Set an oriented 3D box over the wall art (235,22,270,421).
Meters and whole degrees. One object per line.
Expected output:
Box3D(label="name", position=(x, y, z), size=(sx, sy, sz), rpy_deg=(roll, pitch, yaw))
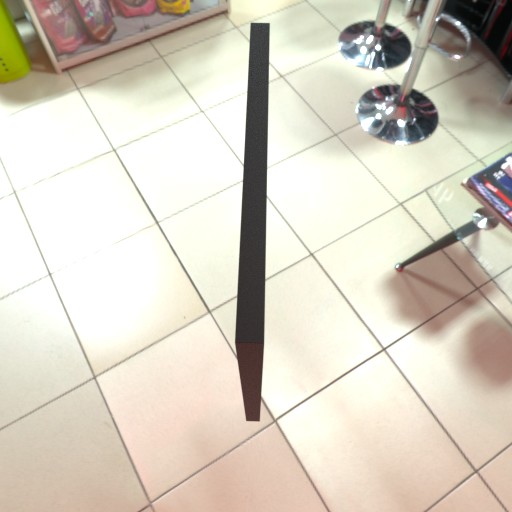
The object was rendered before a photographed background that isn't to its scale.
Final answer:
Box3D(label="wall art", position=(0.000, 0.000, 0.538), size=(0.019, 0.381, 0.330), rpy_deg=(1, 62, 1))
